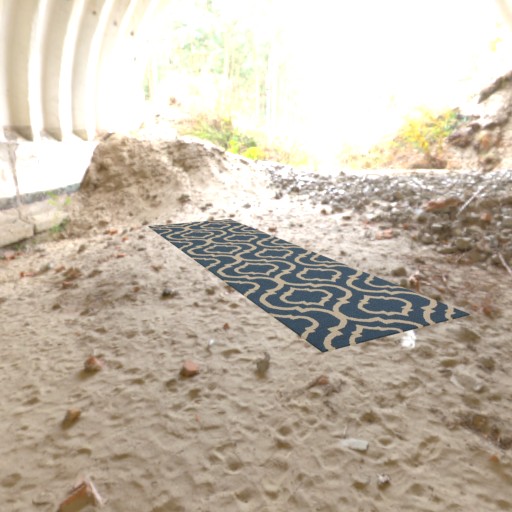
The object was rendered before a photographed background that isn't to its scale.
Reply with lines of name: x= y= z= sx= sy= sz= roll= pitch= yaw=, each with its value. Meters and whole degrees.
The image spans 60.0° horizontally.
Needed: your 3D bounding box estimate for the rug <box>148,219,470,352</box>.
rug: x=0.000 y=0.000 z=2.548 sx=0.685 sy=0.006 sz=2.296 roll=-7 pitch=17 yaw=-26
